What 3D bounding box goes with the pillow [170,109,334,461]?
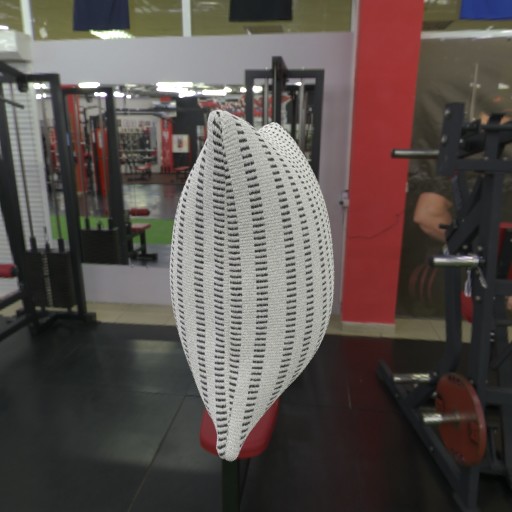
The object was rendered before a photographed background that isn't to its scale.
[{"bbox_3d":[0.000,0.000,0.701,0.247,0.419,0.438,3,15,10],"label":"pillow"}]
